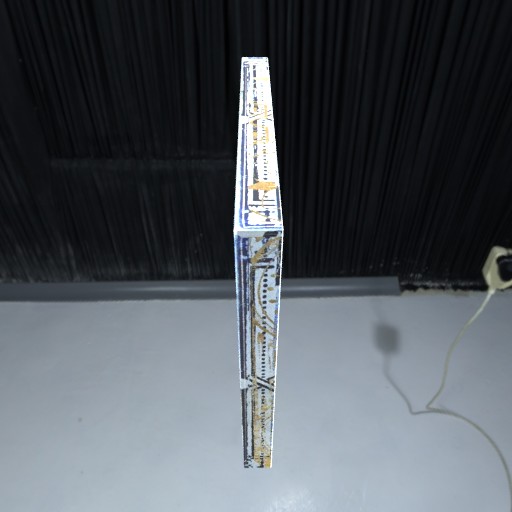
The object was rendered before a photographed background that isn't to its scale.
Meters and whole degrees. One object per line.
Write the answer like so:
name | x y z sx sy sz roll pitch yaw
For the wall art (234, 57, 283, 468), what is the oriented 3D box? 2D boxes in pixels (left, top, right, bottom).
wall art | 0.000 0.000 0.625 0.038 0.410 0.411 0 41 0
